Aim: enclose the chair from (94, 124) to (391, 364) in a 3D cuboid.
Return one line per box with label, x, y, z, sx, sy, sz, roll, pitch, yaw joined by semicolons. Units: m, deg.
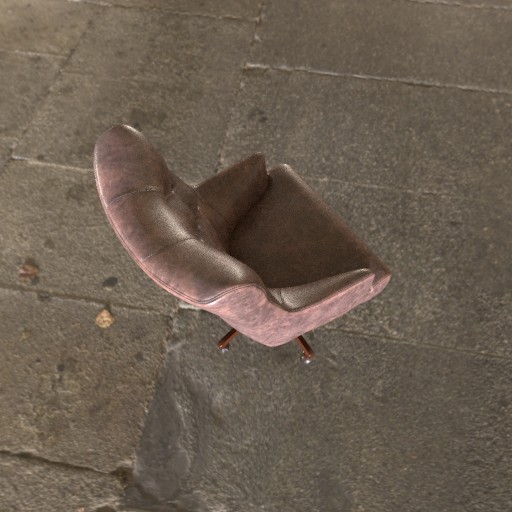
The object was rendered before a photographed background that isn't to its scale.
chair;0.000;0.000;1.526;0.762;1.035;0.641;-31;65;-16
